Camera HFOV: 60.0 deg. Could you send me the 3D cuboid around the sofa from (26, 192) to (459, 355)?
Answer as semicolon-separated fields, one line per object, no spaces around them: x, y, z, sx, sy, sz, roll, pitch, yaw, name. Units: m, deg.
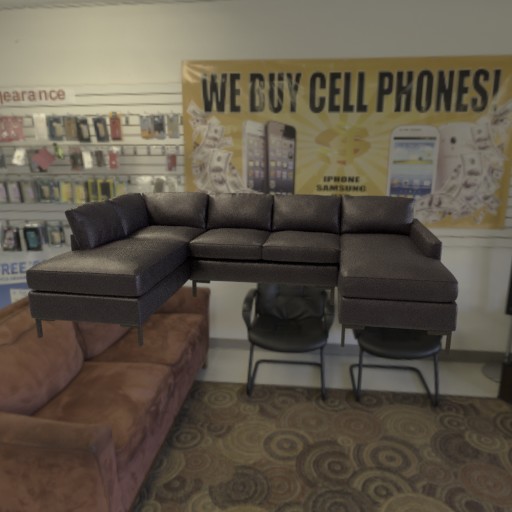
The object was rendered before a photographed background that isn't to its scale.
0.000;0.000;3.766;2.956;0.900;1.939;2;14;10;sofa
